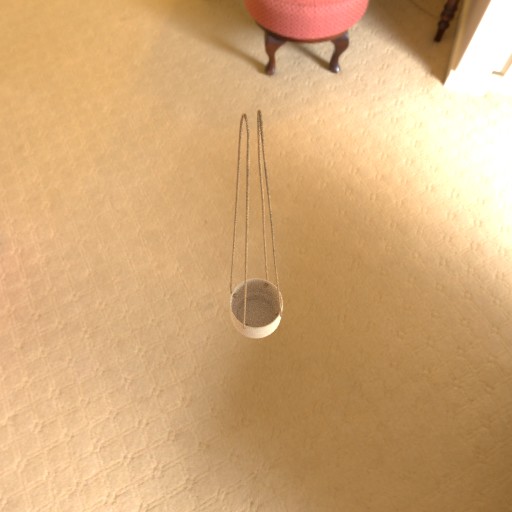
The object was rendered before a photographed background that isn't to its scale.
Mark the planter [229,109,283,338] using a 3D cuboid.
[{"bbox_3d":[0.000,0.000,0.942,0.146,0.841,0.146,-18,65,-9],"label":"planter"}]
